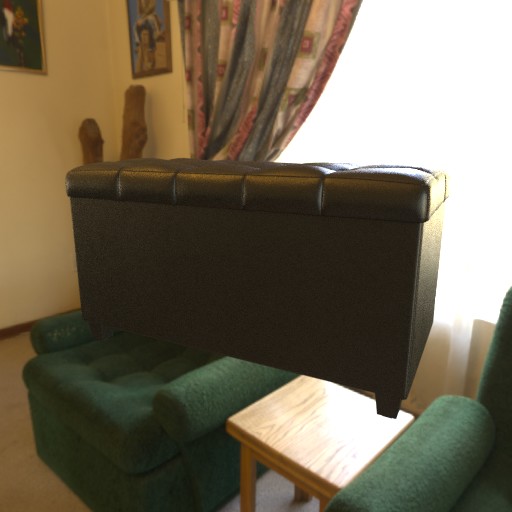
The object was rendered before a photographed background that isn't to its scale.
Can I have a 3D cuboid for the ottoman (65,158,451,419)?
[{"bbox_3d":[0.000,0.000,1.109,0.838,0.470,0.432,7,16,27],"label":"ottoman"}]
